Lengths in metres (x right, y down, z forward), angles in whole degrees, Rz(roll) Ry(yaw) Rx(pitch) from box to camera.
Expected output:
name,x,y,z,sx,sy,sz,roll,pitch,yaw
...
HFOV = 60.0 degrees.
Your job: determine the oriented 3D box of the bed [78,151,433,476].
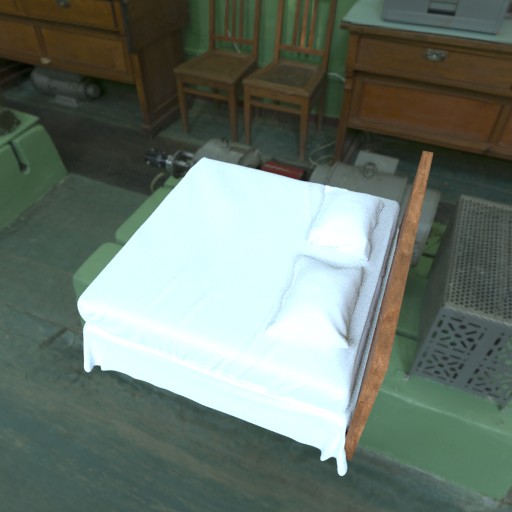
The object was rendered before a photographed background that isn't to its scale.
name,x,y,z,sx,sy,sz,roll,pitch,yaw
bed,0.000,0.000,3.426,2.165,1.158,2.255,16,47,15
